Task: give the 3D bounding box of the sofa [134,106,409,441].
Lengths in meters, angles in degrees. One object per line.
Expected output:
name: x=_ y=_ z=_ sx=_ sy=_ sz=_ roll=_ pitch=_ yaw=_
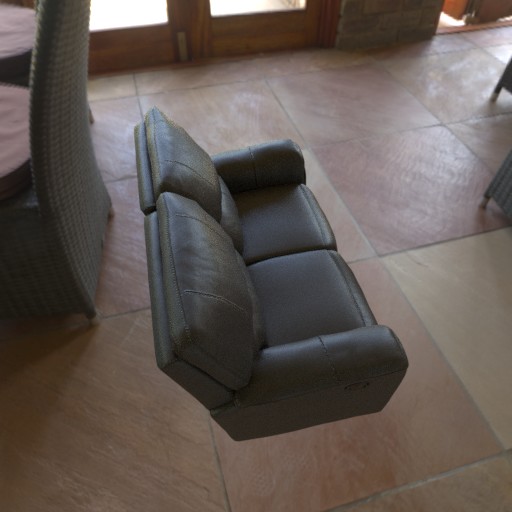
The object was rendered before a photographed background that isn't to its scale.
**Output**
sofa: x=0.000 y=0.000 z=2.453 sx=1.104 sy=1.111 sz=1.765 roll=-10 pitch=48 yaw=-9
